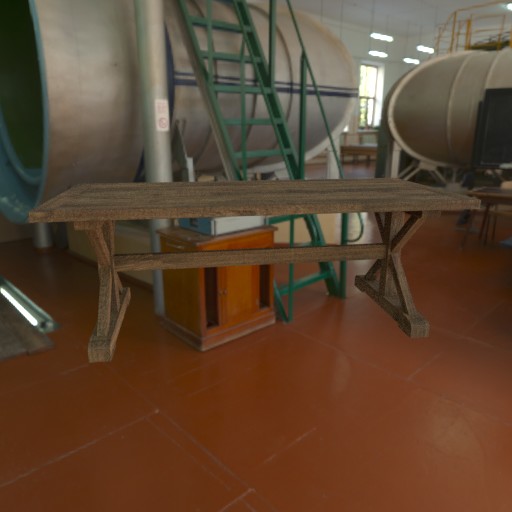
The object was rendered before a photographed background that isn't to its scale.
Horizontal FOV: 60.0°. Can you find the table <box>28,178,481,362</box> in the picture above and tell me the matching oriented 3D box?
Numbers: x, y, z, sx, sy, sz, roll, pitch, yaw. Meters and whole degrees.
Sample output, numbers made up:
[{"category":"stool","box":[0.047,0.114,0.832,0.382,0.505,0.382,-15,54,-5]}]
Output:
[{"category":"table","box":[0.000,0.000,2.496,2.031,0.733,0.907,-3,17,-8]}]
